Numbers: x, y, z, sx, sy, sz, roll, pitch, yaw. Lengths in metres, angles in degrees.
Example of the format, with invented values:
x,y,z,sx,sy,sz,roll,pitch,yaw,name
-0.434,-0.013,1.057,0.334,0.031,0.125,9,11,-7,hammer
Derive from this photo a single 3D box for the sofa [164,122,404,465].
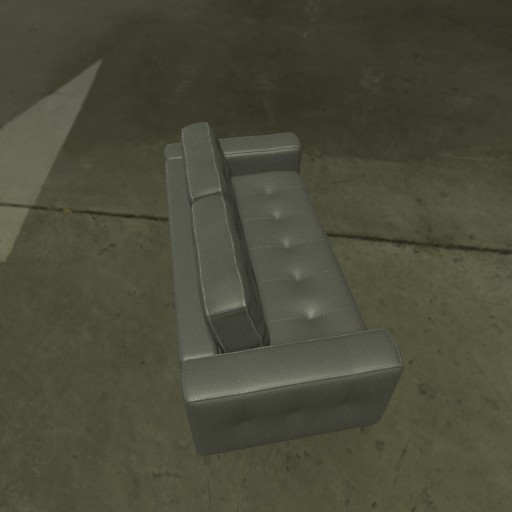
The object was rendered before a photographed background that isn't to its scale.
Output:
x,y,z,sx,sy,sz,roll,pitch,yaw,name
0.000,0.000,2.285,0.833,0.892,1.726,-7,46,-7,sofa
